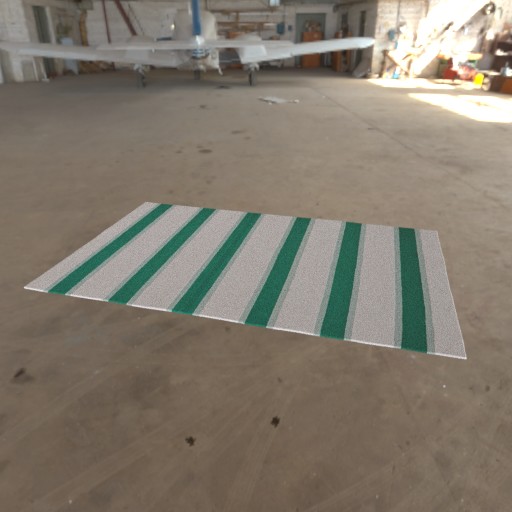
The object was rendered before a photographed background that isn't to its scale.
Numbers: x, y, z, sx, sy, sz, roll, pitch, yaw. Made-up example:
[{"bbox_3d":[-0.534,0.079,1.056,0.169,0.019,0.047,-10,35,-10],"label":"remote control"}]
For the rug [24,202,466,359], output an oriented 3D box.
[{"bbox_3d":[0.000,0.000,2.986,2.436,0.015,1.521,7,28,13],"label":"rug"}]
